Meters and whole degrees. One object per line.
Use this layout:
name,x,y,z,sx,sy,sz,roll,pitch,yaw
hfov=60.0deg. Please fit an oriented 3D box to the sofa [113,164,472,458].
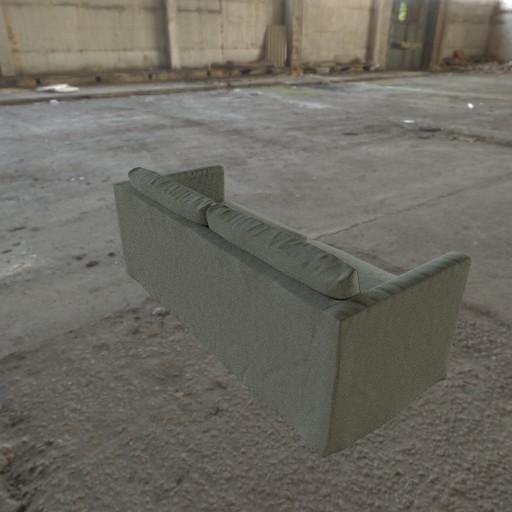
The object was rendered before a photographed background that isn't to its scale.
sofa,0.000,0.000,2.822,0.962,0.853,2.312,-18,31,-33
